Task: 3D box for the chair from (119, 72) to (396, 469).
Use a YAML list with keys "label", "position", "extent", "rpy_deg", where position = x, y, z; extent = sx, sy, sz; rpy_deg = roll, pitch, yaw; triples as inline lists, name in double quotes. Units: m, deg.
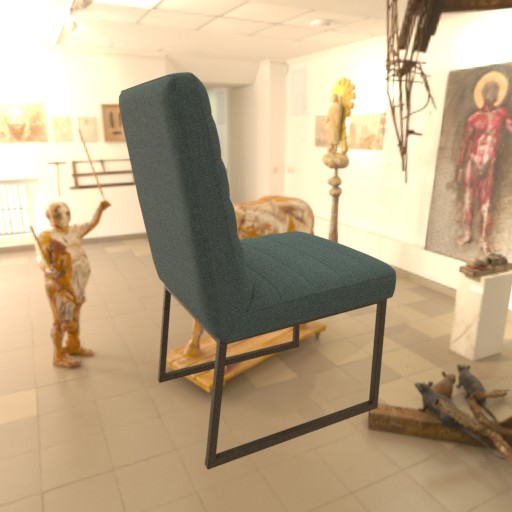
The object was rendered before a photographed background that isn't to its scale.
- label: "chair"
  position: [0.000, 0.000, 1.292]
  extent: [0.634, 0.930, 0.520]
  rpy_deg: [-8, 18, -26]
